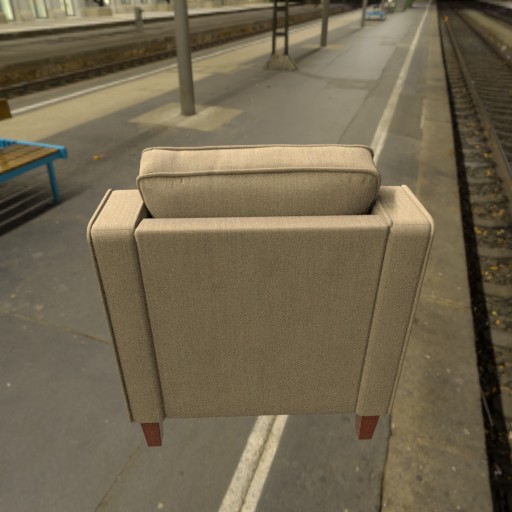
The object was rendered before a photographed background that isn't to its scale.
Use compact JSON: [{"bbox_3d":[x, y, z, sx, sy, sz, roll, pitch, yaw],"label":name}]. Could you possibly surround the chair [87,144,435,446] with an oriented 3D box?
[{"bbox_3d":[0.000,0.000,1.600,0.831,0.960,0.909,-1,31,-2],"label":"chair"}]
